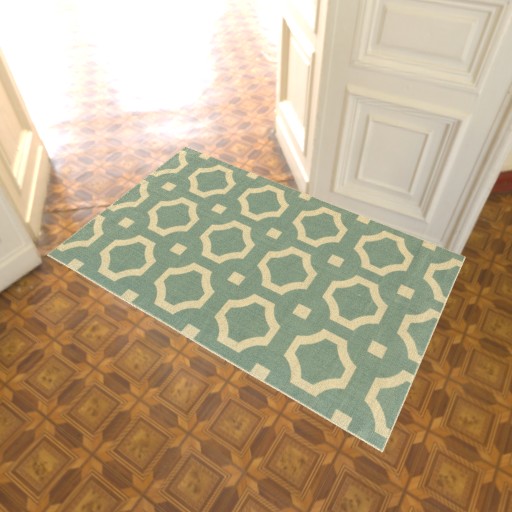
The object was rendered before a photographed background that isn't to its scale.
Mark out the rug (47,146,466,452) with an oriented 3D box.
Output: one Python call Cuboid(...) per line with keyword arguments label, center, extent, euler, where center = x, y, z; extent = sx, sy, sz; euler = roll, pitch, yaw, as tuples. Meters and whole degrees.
Cuboid(label="rug", center=(0.000, 0.000, 3.048), extent=(2.443, 0.015, 1.528), euler=(25, 53, 21))
